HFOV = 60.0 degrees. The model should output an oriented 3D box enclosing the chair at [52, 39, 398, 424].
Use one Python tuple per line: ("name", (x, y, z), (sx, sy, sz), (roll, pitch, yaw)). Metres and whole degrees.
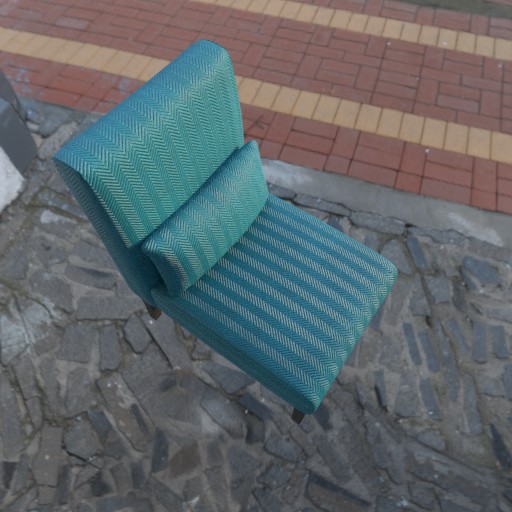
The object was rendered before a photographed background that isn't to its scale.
("chair", (0.000, 0.000, 1.417), (0.808, 0.927, 0.579), (32, 65, 17))
